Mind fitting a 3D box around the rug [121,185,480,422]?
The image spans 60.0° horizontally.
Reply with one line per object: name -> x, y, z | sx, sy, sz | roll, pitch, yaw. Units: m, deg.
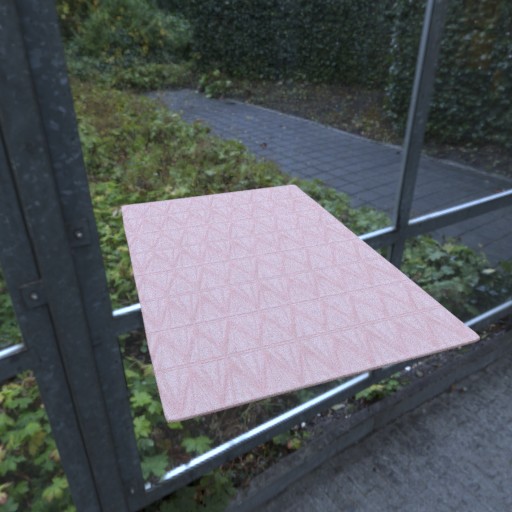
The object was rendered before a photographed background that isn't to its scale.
rug -> 0.000, 0.000, 2.991 | 1.609, 0.015, 2.390 | -10, 31, -17
